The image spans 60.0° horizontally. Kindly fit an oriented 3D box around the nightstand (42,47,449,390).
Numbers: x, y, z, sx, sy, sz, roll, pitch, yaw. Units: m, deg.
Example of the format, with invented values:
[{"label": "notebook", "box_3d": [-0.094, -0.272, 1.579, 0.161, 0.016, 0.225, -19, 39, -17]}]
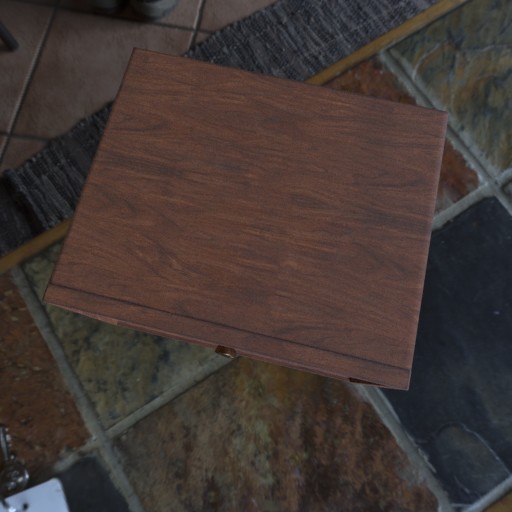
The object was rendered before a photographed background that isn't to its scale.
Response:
[{"label": "nightstand", "box_3d": [0.000, 0.000, 0.953, 0.521, 0.607, 0.445, 13, 76, 3]}]
